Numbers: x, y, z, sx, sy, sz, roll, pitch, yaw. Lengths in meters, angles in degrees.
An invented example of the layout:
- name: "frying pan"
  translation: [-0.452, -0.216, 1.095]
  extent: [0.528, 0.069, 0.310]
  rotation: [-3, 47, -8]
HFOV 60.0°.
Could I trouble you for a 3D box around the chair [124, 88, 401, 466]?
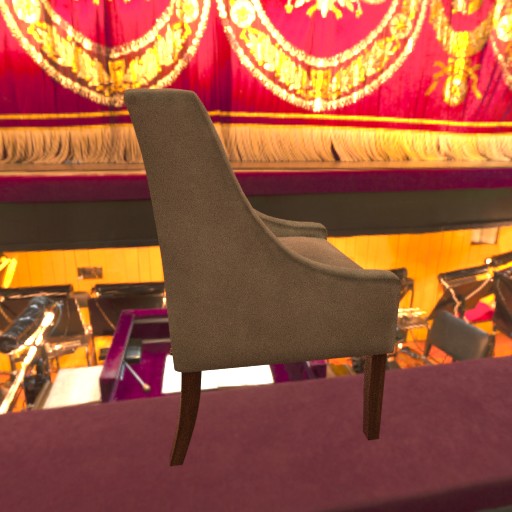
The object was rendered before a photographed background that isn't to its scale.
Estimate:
- name: "chair"
  translation: [0.000, 0.000, 1.308]
  extent: [0.629, 0.895, 0.629]
  rotation: [-3, 17, -10]
